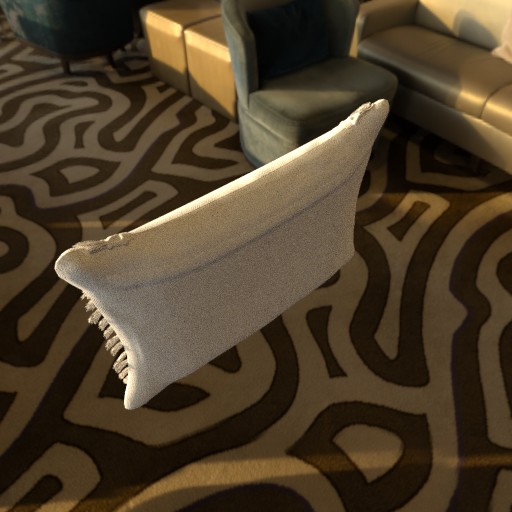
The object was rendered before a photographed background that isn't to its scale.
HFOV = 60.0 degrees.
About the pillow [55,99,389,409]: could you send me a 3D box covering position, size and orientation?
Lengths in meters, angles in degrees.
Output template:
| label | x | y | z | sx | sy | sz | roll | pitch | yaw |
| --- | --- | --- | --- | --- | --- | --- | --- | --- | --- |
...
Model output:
| label | x | y | z | sx | sy | sz | roll | pitch | yaw |
| --- | --- | --- | --- | --- | --- | --- | --- | --- | --- |
| pillow | 0.000 | 0.000 | 0.597 | 0.466 | 0.305 | 0.084 | -32 | 54 | -27 |
